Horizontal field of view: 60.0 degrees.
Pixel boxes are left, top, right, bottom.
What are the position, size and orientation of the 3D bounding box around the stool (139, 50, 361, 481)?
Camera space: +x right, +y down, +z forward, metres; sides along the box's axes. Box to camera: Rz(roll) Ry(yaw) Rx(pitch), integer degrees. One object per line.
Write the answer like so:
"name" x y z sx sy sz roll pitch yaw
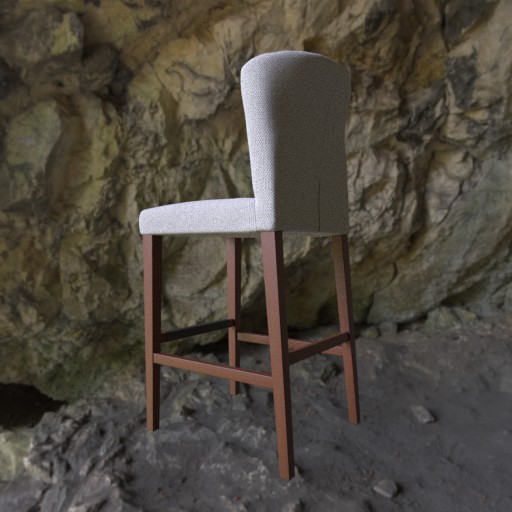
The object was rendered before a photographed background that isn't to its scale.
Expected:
"stool" 0.000 0.000 1.381 0.568 1.069 0.481 1 1 35
